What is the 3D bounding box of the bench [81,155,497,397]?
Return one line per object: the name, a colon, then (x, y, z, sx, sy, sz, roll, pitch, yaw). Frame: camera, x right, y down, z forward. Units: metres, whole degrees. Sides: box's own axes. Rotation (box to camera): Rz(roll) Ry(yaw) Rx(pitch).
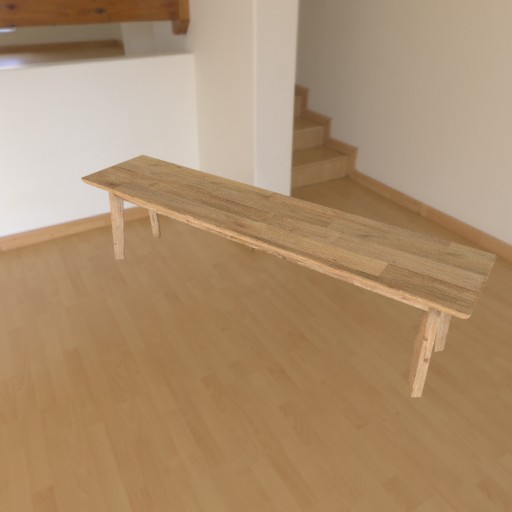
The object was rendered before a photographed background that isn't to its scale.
bench: (0.000, 0.000, 1.870, 1.698, 0.431, 0.378, 21, 38, 29)
